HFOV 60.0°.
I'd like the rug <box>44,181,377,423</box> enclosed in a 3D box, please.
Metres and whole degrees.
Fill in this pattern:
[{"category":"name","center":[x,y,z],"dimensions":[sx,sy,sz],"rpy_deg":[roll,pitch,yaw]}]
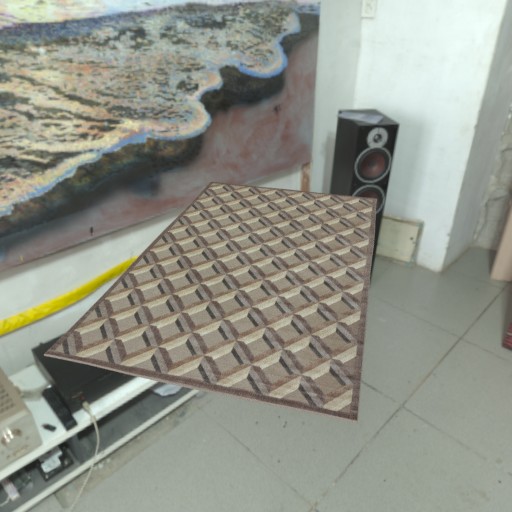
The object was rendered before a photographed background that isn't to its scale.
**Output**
[{"category":"rug","center":[0.000,0.000,2.096],"dimensions":[1.066,0.011,1.677],"rpy_deg":[8,32,13]}]
